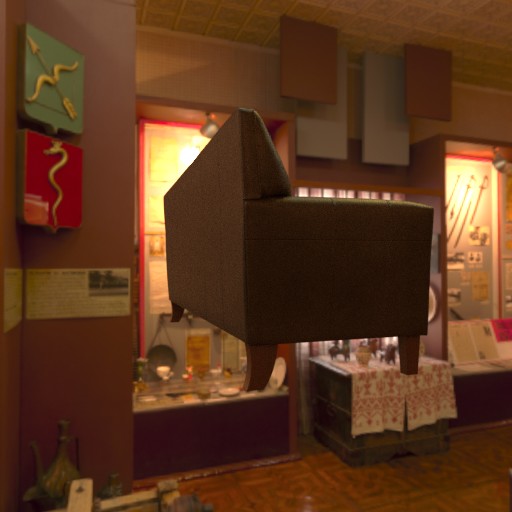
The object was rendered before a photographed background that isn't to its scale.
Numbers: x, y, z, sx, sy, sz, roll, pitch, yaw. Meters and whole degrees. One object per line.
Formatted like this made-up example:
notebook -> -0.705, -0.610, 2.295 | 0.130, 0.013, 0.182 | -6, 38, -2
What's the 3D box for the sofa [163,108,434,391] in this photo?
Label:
sofa -> 0.000, 0.000, 2.516 | 0.805, 0.947, 2.053 | 0, -1, -19
